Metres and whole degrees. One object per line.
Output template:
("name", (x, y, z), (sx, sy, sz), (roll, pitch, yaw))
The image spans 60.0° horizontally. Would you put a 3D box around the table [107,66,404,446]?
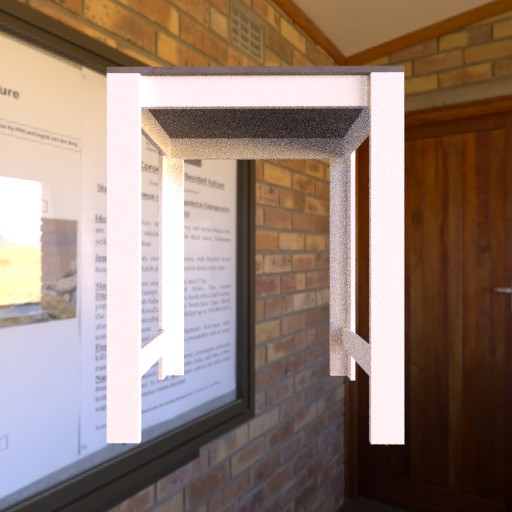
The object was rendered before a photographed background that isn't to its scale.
("table", (0.000, 0.000, 1.542), (0.800, 1.020, 0.700), (0, 0, 0))
